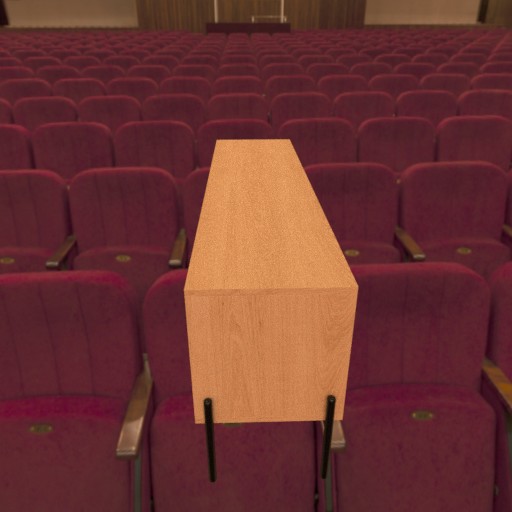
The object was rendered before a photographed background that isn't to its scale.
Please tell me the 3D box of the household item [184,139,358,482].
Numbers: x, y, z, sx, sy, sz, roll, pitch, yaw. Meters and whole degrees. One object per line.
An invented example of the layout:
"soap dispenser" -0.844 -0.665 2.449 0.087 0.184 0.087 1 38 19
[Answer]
"household item" 0.000 0.000 1.771 0.400 0.600 1.550 -1 27 -2
